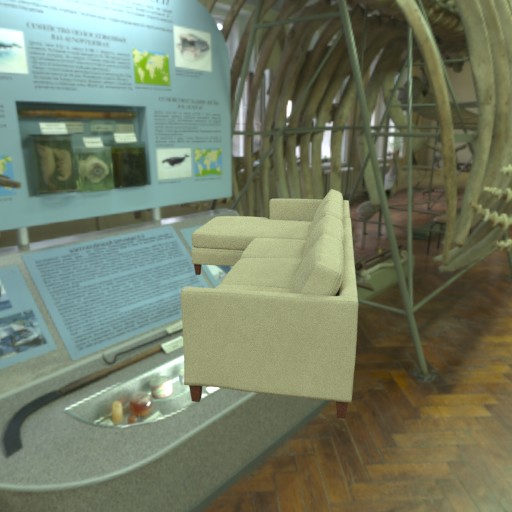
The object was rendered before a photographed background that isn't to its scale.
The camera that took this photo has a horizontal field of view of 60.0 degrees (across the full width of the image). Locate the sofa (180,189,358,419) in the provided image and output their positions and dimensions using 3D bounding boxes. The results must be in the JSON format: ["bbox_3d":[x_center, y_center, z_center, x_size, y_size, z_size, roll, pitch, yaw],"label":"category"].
[{"bbox_3d":[0.000,0.000,3.876,1.625,0.846,3.186,3,17,10],"label":"sofa"}]
